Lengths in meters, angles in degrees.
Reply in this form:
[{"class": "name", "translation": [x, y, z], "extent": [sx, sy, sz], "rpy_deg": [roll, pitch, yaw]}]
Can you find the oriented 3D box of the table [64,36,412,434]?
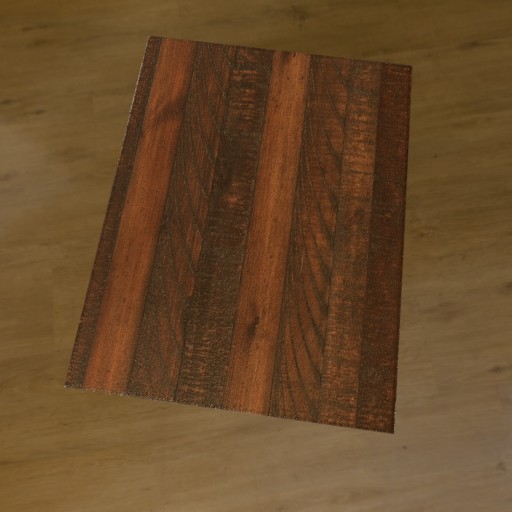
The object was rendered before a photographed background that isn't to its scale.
[{"class": "table", "translation": [0.000, 0.000, 1.078], "extent": [0.524, 0.612, 0.678], "rpy_deg": [7, 75, 2]}]
